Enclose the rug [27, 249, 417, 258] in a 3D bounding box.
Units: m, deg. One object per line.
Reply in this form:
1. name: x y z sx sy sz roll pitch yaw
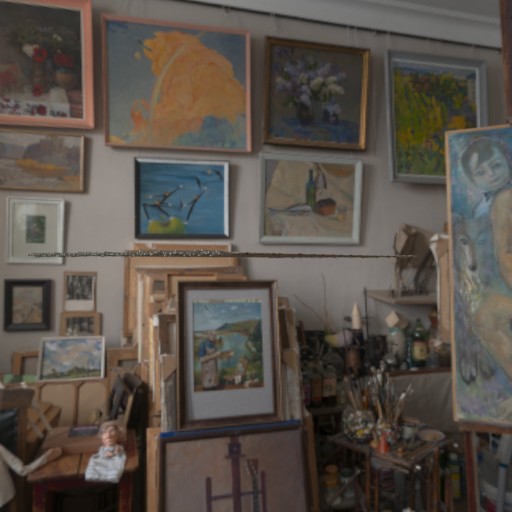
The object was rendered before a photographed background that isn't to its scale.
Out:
1. rug: 0.000 0.000 3.098 1.495 0.035 2.472 0 -1 37
